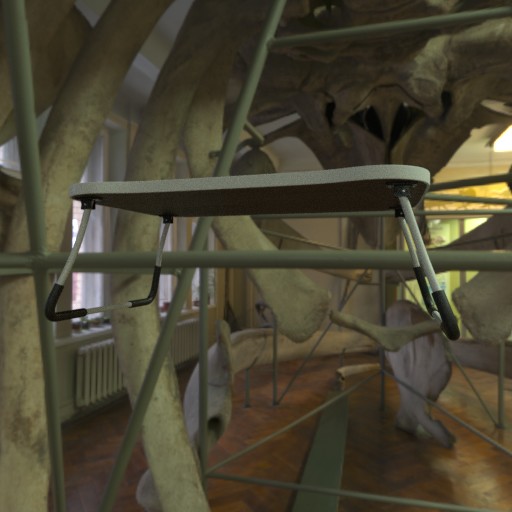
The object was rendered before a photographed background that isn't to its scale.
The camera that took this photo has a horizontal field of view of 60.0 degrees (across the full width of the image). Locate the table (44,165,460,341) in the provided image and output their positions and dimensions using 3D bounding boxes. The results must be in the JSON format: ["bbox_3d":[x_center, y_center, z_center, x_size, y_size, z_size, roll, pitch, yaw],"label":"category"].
[{"bbox_3d":[0.000,0.000,0.834,0.660,0.232,0.400,0,-1,17],"label":"table"}]
